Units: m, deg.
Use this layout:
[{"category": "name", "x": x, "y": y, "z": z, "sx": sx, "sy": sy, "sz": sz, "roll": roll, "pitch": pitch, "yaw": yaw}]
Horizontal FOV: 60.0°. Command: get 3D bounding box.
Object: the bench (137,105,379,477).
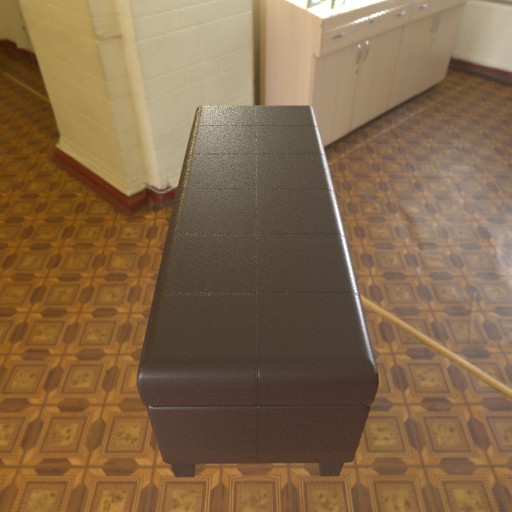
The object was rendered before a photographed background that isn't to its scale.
[{"category": "bench", "x": 0.000, "y": 0.000, "z": 1.286, "sx": 0.429, "sy": 0.457, "sz": 1.092, "roll": 0, "pitch": 42, "yaw": 0}]
